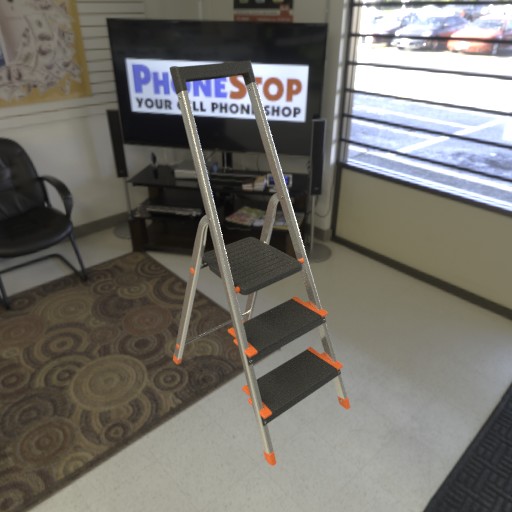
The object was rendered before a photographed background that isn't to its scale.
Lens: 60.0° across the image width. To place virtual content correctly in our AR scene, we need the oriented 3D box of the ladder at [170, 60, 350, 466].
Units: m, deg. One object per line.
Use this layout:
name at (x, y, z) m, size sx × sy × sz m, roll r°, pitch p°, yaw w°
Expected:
ladder at (0.000, 0.000, 1.576) m, size 0.416 × 1.229 × 0.686 m, roll -22°, pitch 36°, yaw -33°
